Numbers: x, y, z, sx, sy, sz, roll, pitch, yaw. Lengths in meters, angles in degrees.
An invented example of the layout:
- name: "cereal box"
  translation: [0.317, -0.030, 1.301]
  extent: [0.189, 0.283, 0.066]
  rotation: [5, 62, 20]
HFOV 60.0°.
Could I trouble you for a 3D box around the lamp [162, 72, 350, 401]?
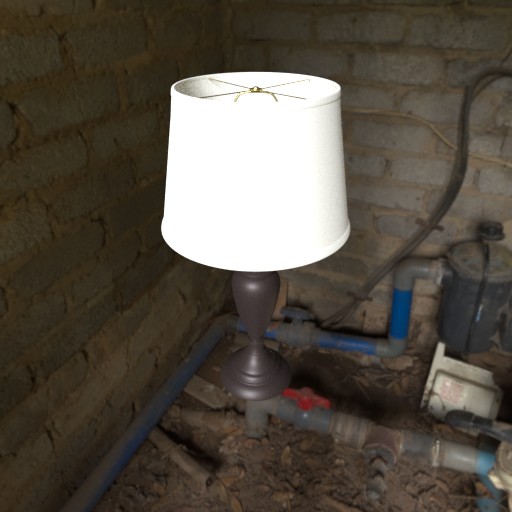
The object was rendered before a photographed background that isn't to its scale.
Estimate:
- name: "lamp"
  translation: [0.000, 0.000, 0.837]
  extent: [0.335, 0.611, 0.335]
  rotation: [0, 31, 0]
